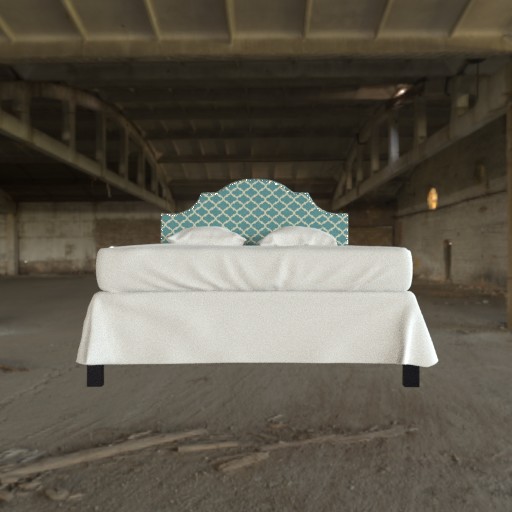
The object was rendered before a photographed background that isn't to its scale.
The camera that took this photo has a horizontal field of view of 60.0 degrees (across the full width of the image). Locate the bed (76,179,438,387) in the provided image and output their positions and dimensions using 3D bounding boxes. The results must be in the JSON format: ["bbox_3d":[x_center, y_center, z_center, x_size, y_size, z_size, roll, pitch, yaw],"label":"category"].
[{"bbox_3d":[0.000,0.000,3.715,2.314,1.601,2.222,0,0,0],"label":"bed"}]
